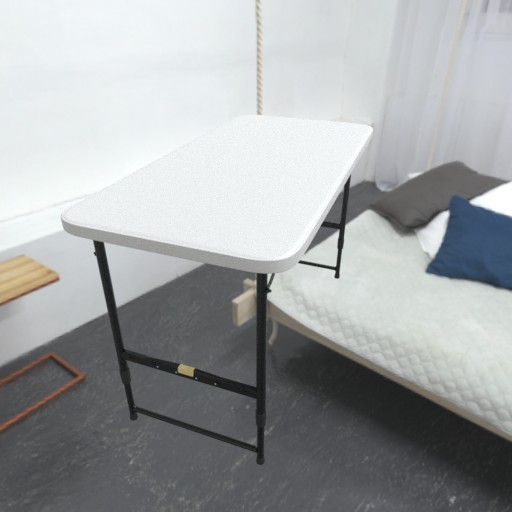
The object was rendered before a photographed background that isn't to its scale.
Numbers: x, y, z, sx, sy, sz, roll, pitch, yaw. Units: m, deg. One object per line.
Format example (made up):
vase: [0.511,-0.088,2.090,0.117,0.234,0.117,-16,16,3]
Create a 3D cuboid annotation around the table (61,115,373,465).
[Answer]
table: [0.000,0.000,1.641,0.610,0.737,1.219,11,32,18]
